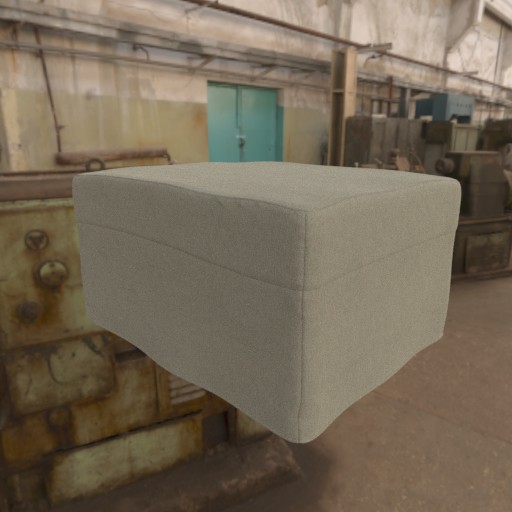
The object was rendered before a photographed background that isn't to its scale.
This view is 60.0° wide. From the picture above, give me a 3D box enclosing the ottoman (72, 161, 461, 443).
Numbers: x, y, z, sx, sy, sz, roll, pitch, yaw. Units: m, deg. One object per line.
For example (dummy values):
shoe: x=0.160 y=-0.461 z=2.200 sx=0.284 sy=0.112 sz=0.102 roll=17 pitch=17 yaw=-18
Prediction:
ottoman: x=0.000 y=0.000 z=1.213 sx=0.833 sy=0.461 sz=0.648 roll=15 pitch=22 yaw=42
